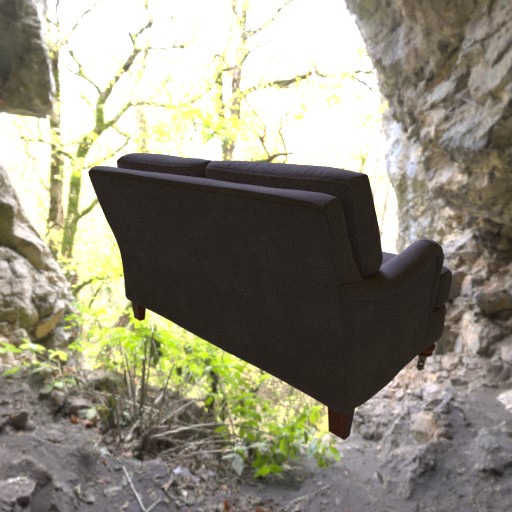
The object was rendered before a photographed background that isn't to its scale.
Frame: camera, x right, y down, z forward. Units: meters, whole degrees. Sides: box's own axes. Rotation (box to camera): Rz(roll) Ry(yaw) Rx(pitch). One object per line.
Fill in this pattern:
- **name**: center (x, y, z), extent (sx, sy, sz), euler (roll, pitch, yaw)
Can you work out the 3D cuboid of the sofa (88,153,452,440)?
- **sofa**: center (0.000, 0.000, 2.499), extent (1.084, 1.101, 1.853), euler (-15, 22, -42)
